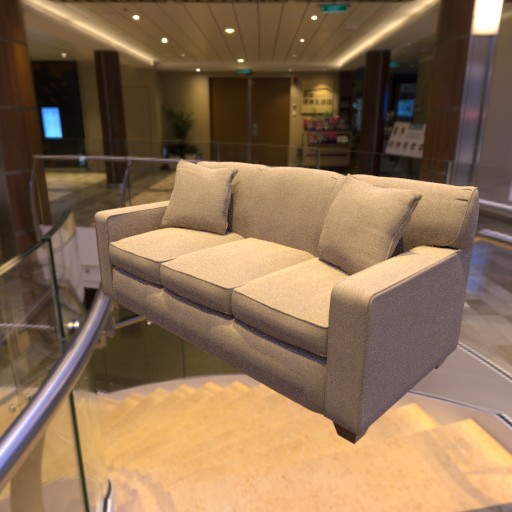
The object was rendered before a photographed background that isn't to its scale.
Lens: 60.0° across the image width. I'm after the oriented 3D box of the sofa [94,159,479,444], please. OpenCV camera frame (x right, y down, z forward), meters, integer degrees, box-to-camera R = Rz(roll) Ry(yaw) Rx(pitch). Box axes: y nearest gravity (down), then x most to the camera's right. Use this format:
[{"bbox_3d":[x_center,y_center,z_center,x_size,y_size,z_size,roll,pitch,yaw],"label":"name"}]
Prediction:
[{"bbox_3d":[0.000,0.000,2.519,2.024,0.958,0.997,16,24,42],"label":"sofa"}]
